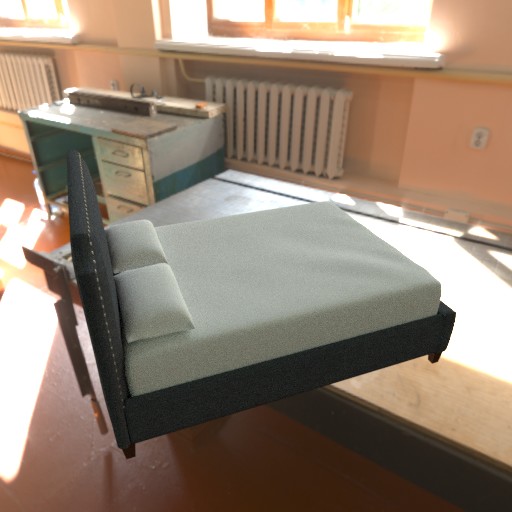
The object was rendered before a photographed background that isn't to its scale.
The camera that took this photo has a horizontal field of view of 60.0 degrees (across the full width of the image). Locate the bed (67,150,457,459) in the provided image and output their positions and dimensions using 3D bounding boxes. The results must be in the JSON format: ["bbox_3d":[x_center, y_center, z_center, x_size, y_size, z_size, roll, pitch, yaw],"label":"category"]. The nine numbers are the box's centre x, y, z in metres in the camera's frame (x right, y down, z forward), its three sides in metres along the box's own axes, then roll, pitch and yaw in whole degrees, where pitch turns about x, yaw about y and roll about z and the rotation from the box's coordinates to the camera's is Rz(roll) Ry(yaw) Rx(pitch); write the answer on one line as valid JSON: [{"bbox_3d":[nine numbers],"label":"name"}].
[{"bbox_3d":[0.000,0.000,3.267,2.372,1.443,1.713,-11,31,-18],"label":"bed"}]
